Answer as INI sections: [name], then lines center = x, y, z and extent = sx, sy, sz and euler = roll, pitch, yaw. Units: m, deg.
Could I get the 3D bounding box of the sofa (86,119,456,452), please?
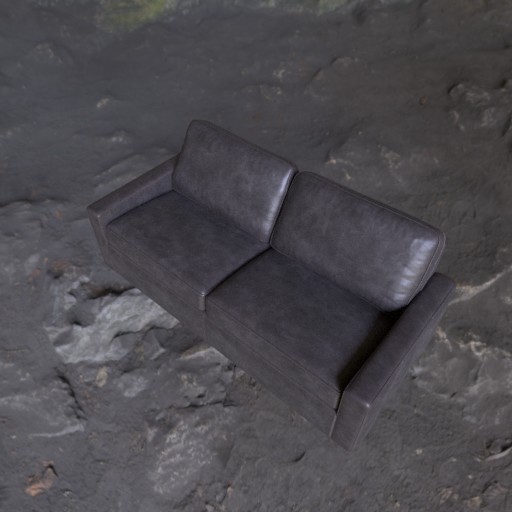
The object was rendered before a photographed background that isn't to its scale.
[sofa]
center = 0.000, 0.000, 2.664
extent = 2.081, 0.916, 0.939
euler = 31, 54, 27
